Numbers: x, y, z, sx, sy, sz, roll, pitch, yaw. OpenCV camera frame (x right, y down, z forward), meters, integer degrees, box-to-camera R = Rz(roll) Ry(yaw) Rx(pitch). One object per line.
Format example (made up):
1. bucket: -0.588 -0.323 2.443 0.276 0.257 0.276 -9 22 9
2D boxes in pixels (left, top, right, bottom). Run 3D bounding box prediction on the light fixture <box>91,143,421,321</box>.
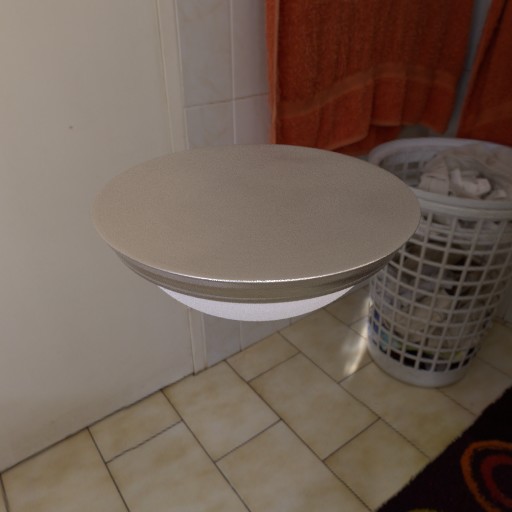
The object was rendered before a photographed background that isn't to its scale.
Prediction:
1. light fixture: 0.000 0.000 0.428 0.280 0.135 0.280 0 31 0
